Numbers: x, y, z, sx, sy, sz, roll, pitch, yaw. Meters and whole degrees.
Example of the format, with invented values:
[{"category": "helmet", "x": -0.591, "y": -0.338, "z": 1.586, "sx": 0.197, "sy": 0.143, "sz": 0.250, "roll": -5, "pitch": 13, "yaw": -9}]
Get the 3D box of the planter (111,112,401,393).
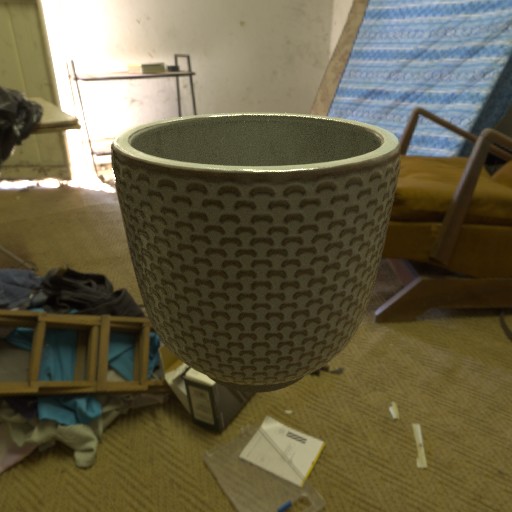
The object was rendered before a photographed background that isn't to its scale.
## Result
[{"category": "planter", "x": 0.000, "y": 0.000, "z": 0.350, "sx": 0.197, "sy": 0.191, "sz": 0.197, "roll": 0, "pitch": 26, "yaw": 0}]
